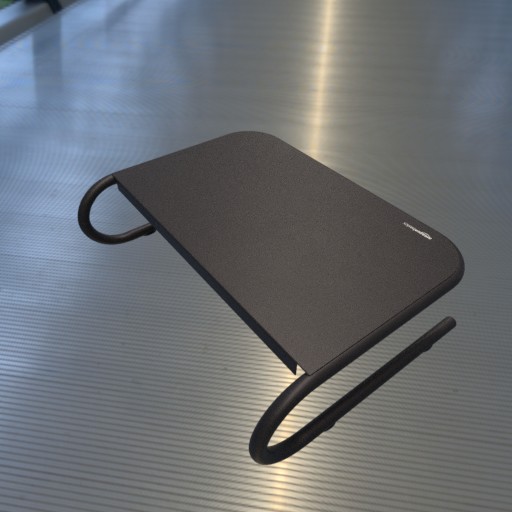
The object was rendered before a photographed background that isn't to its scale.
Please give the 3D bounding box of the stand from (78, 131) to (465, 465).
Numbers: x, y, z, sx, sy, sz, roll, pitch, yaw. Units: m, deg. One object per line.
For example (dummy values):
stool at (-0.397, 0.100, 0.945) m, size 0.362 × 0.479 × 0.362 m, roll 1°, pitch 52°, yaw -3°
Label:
stand at (0.000, 0.000, 0.506) m, size 0.280 × 0.108 × 0.370 m, roll -27°, pitch 48°, yaw -27°
